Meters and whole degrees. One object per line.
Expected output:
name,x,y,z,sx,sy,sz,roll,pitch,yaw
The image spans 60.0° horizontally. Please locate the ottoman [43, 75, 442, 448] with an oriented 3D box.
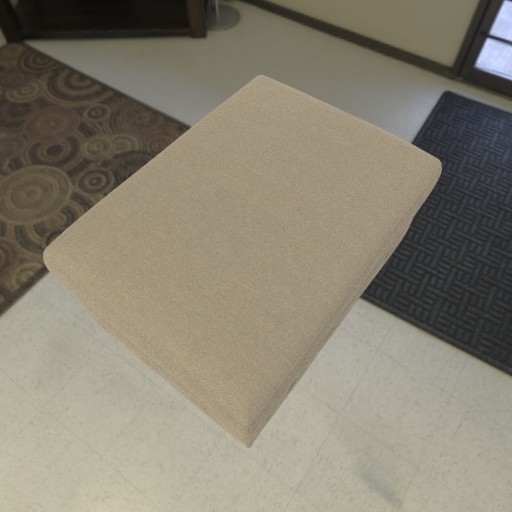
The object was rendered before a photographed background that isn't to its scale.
ottoman,0.000,0.000,1.144,0.569,0.500,0.771,33,63,19
